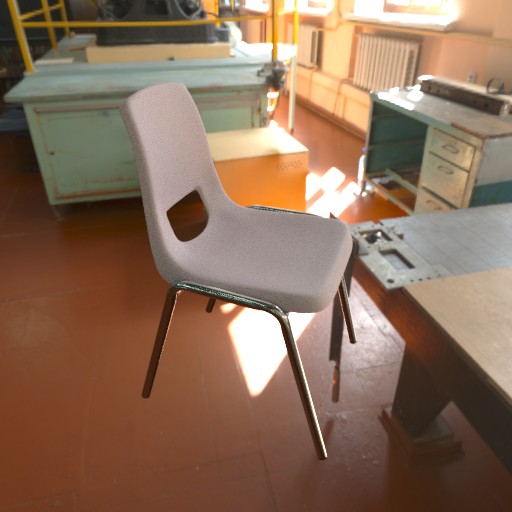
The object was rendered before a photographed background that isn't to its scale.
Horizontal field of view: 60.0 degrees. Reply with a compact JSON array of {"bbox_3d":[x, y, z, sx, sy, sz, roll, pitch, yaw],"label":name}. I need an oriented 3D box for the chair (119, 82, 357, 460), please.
[{"bbox_3d":[0.000,0.000,0.929,0.436,0.653,0.381,11,33,17],"label":"chair"}]
